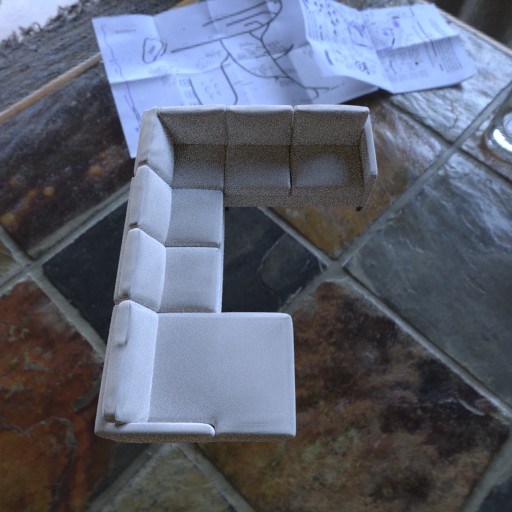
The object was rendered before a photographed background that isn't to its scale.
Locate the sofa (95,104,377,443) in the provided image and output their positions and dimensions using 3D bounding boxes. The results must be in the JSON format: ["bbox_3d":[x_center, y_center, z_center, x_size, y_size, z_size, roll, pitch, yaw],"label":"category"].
[{"bbox_3d":[0.000,0.000,4.468,2.593,0.956,3.459,0,64,0],"label":"sofa"}]
